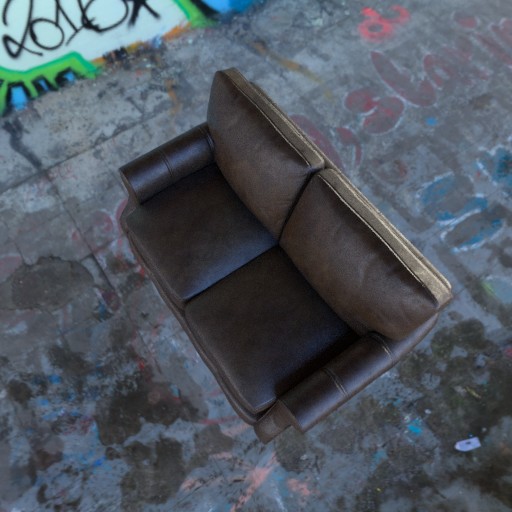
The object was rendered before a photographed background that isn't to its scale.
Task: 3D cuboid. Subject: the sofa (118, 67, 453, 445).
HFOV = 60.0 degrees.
[{"bbox_3d":[0.000,0.000,2.232,0.990,0.976,1.616,-32,68,-15],"label":"sofa"}]
